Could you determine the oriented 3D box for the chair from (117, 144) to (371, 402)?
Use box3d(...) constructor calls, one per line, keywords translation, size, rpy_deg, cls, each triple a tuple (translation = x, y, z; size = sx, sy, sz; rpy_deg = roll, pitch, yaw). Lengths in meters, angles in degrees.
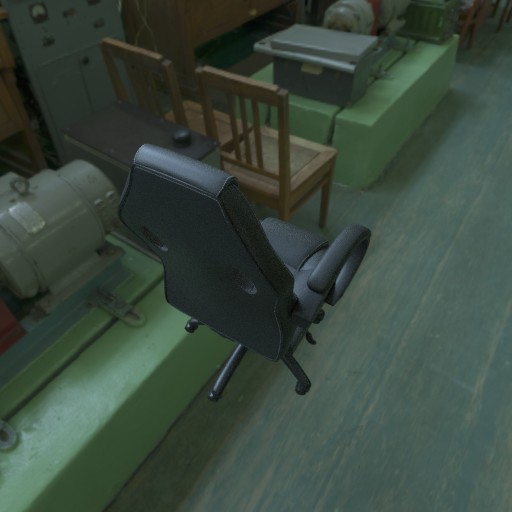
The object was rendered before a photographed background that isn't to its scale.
box3d(translation=(0.000, 0.000, 1.623), size=(0.673, 1.187, 0.724), rpy_deg=(24, 51, 22), cls="chair")
